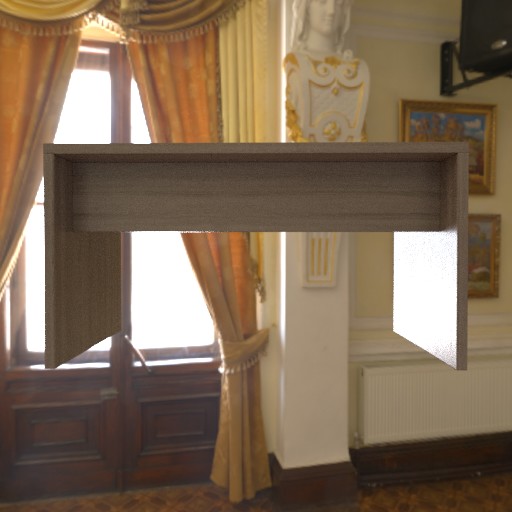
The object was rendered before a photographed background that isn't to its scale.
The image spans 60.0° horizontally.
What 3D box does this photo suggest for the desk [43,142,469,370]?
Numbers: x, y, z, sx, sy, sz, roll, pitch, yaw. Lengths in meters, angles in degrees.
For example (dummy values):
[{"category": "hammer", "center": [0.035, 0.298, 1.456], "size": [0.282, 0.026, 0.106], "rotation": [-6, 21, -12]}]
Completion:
[{"category": "desk", "center": [0.000, 0.000, 1.786], "size": [1.380, 0.745, 0.690], "rotation": [0, 1, 1]}]
